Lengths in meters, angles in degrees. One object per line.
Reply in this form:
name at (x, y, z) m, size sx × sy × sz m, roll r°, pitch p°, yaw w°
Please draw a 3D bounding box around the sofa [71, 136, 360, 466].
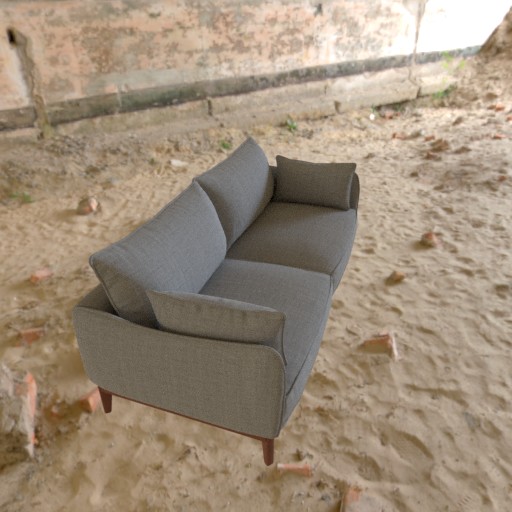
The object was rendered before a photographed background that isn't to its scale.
sofa at (0.000, 0.000, 2.544) m, size 0.972 × 0.851 × 1.989 m, roll 10°, pitch 33°, yaw 17°
